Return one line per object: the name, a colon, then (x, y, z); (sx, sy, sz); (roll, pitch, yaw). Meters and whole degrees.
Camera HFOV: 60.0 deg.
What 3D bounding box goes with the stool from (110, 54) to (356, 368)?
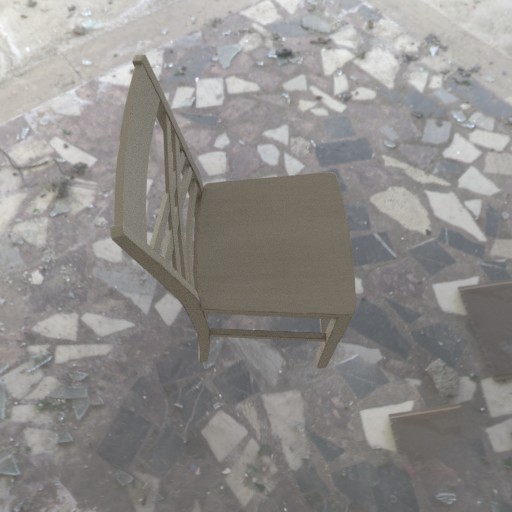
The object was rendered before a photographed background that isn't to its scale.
stool: (0.000, 0.000, 1.343); (0.539, 1.079, 0.462); (-2, 63, -1)
